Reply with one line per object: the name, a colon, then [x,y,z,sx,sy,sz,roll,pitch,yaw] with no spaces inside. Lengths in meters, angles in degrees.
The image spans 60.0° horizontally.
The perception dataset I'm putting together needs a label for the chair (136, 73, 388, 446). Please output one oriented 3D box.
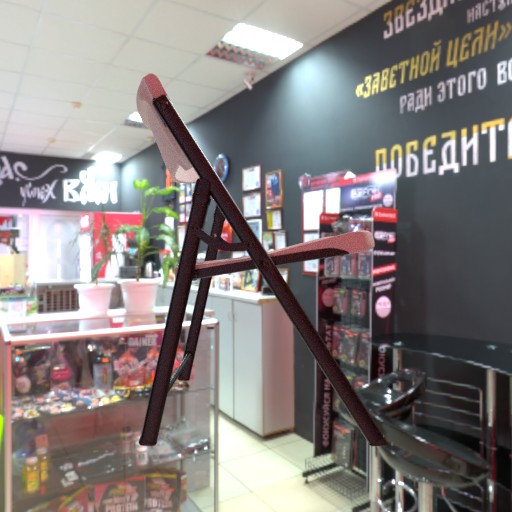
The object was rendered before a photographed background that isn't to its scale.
chair: [0.000,0.000,1.128,0.577,0.765,0.482,0,1,0]
